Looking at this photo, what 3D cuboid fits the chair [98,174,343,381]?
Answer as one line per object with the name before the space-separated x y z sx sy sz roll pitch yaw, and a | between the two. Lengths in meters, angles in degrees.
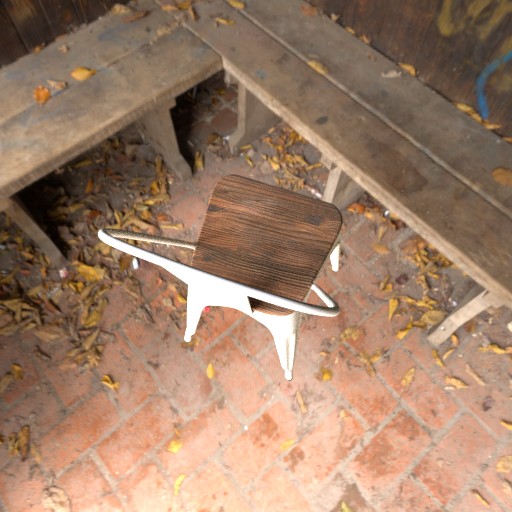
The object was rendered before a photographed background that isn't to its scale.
chair | 0.000 0.000 1.152 0.452 0.851 0.521 18 65 9
